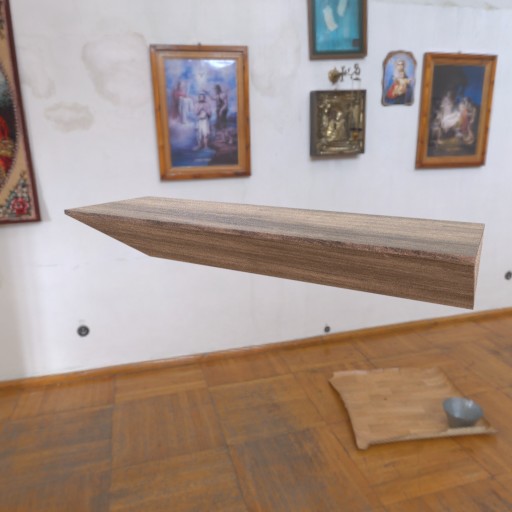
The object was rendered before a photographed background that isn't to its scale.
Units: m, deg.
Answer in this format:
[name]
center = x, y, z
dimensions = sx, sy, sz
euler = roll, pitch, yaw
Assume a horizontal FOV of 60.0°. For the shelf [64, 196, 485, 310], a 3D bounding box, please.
[shelf]
center = 0.000, 0.000, 0.684
dimensions = 0.610, 0.125, 0.200
euler = 8, 17, 28
